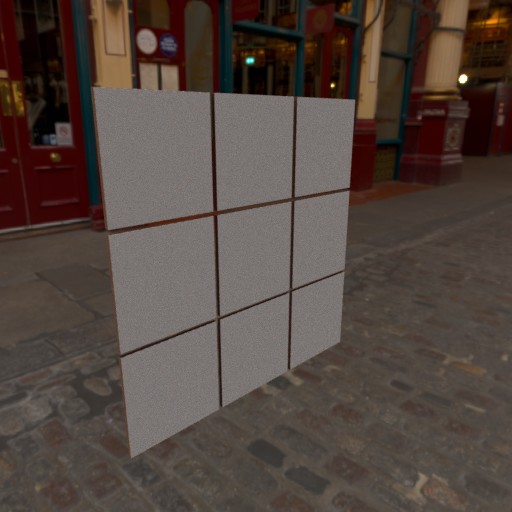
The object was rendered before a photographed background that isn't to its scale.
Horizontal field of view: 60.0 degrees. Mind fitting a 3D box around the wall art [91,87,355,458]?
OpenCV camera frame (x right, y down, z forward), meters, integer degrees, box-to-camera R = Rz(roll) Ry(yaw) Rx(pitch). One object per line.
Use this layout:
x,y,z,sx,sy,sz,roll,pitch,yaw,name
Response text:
0.000,0.000,1.823,1.256,1.246,0.017,-16,23,-41,wall art
